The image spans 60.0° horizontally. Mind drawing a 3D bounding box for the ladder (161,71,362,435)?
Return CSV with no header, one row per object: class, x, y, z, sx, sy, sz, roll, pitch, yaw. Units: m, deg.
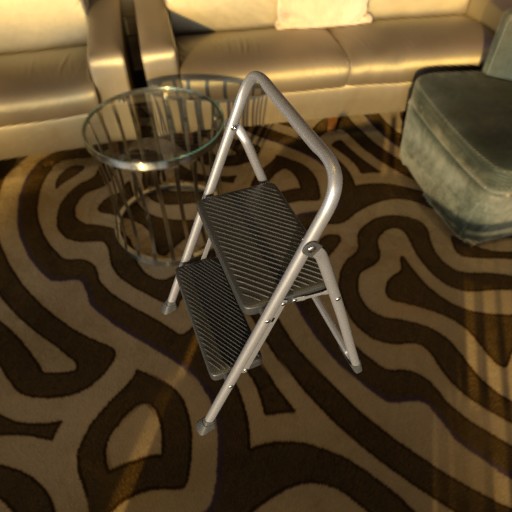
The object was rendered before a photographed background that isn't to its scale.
ladder,0.000,0.000,1.030,0.472,0.720,0.430,-16,50,-14
